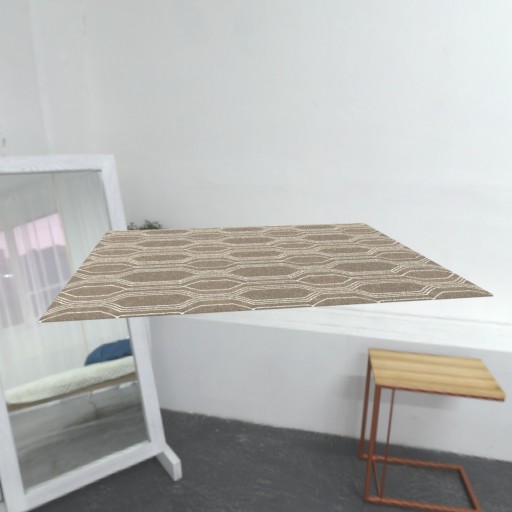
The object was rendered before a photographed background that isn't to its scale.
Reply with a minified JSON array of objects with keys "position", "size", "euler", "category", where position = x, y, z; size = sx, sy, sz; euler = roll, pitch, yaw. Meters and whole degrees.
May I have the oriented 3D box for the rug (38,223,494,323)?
[{"position":[0.000,0.000,4.090],"size":[3.062,0.012,2.457],"euler":[-2,17,-8],"category":"rug"}]
